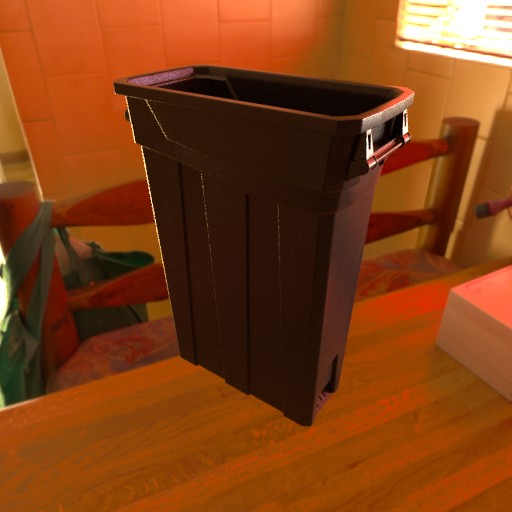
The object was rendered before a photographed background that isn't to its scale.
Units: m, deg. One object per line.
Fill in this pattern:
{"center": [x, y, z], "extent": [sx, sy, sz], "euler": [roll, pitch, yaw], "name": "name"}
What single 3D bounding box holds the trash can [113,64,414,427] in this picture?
{"center": [0.000, 0.000, 1.040], "extent": [0.559, 0.762, 0.281], "euler": [20, 37, 30], "name": "trash can"}
